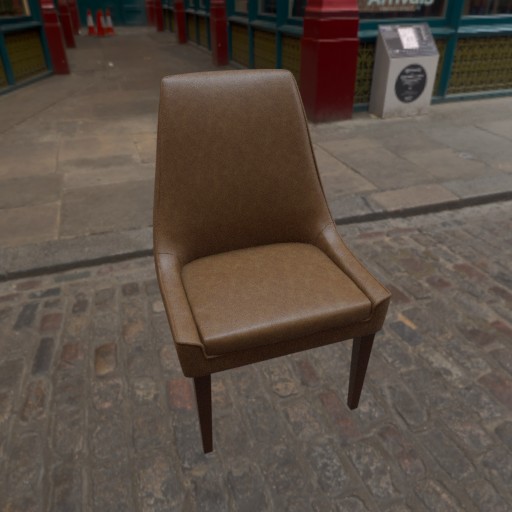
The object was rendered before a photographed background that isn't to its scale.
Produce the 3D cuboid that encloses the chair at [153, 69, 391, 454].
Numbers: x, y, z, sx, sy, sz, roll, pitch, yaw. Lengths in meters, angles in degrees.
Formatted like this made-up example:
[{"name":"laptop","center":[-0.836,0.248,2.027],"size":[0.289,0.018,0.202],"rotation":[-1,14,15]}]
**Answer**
[{"name":"chair","center":[0.000,0.000,1.197],"size":[0.529,0.861,0.544],"rotation":[-10,33,-16]}]
